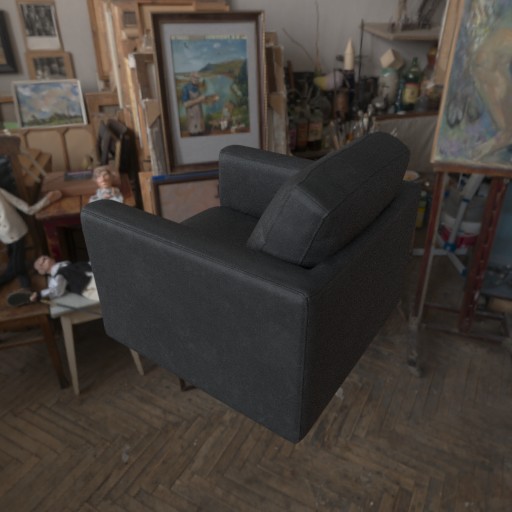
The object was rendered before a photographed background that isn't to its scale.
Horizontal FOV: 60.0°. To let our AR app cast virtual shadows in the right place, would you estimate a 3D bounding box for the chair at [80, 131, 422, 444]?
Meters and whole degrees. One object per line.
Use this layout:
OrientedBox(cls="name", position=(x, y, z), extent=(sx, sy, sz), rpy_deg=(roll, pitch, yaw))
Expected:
OrientedBox(cls="chair", position=(0.000, 0.000, 1.601), extent=(0.879, 0.898, 0.831), rpy_deg=(20, 37, 29))
